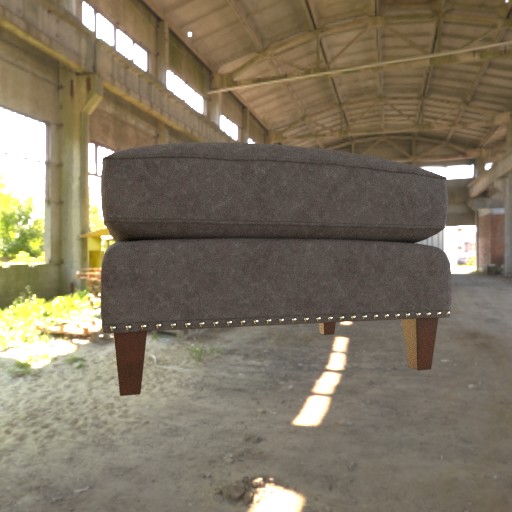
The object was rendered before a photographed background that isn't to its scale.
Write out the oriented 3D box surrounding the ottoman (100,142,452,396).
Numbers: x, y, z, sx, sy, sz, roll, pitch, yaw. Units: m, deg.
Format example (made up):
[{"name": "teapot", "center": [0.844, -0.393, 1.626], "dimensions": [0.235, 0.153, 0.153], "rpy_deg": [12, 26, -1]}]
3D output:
[{"name": "ottoman", "center": [0.000, 0.000, 1.148], "dimensions": [0.741, 0.513, 0.584], "rpy_deg": [0, 0, -17]}]
